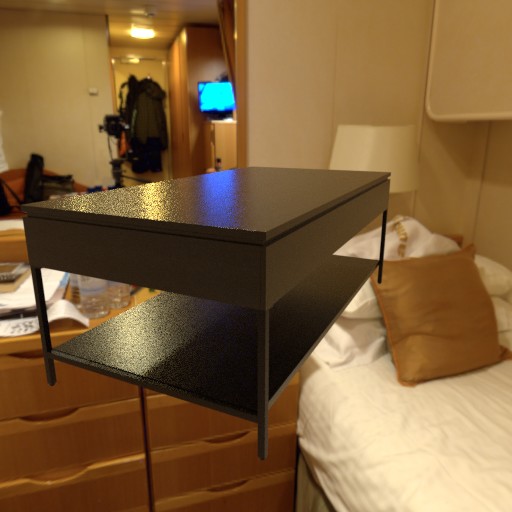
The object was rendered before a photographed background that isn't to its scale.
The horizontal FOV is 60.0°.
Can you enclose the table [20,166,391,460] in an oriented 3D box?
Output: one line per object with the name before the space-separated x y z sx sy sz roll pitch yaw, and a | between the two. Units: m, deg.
table | 0.000 0.000 1.348 0.574 0.435 1.095 8 18 25
